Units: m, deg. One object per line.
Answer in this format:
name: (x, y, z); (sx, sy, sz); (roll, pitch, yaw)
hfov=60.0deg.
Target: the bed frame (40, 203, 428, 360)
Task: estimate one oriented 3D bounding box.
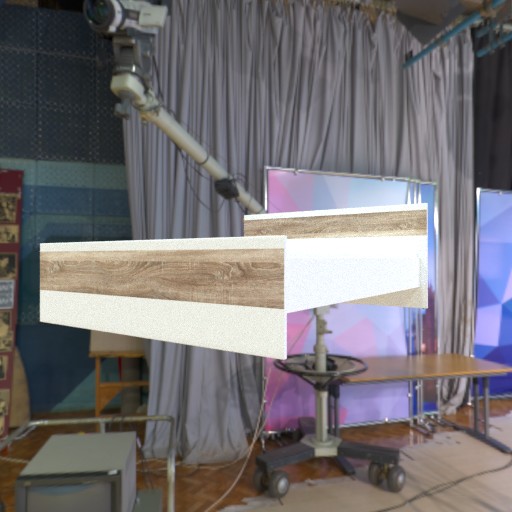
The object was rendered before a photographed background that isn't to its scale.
bed frame: (0.000, 0.000, 3.006); (1.720, 0.800, 2.060); (0, 0, 35)
